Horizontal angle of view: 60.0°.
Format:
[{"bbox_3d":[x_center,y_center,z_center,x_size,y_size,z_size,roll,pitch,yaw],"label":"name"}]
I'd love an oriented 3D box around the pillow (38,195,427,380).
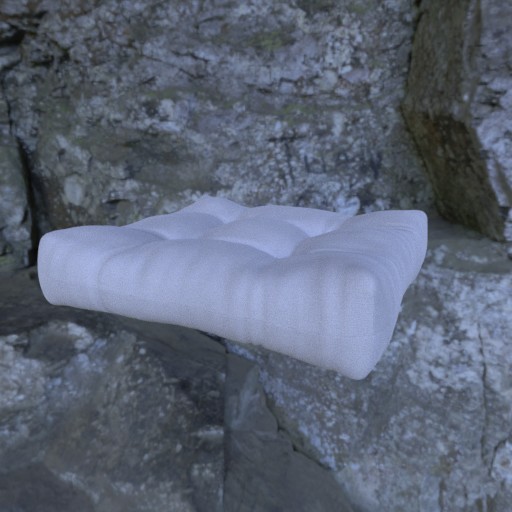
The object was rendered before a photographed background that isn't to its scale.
[{"bbox_3d":[0.000,0.000,0.721,0.490,0.128,0.468,7,17,25],"label":"pillow"}]
